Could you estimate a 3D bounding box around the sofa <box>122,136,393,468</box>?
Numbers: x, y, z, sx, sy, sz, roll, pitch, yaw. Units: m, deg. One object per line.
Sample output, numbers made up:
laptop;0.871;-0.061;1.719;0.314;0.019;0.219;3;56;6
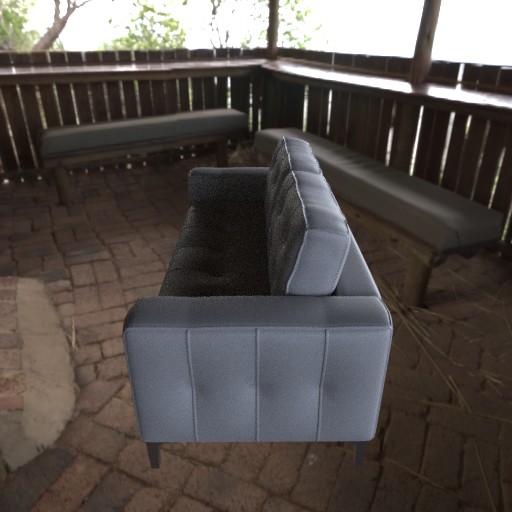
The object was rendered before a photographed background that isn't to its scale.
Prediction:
sofa;0.000;0.000;2.141;0.833;0.892;1.726;0;27;0
